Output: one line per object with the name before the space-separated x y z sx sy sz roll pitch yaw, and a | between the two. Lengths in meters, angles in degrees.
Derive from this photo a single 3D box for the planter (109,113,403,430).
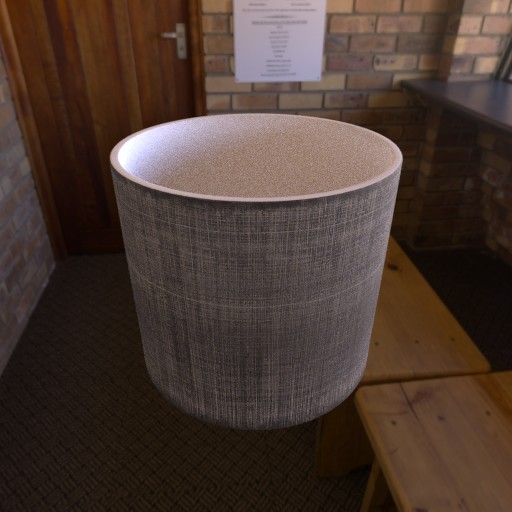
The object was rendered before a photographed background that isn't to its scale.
planter | 0.000 0.000 0.398 0.221 0.201 0.221 0 30 0
